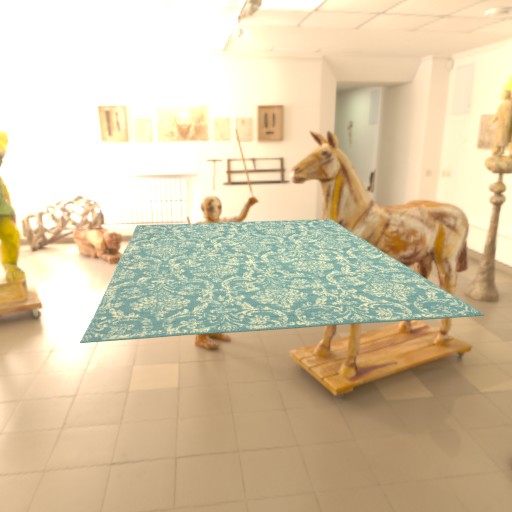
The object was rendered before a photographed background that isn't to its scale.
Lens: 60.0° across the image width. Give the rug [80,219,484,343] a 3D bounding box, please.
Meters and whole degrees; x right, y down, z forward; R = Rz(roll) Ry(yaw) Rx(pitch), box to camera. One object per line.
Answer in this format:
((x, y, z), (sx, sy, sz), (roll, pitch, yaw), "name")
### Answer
((0.000, 0.000, 3.941), (2.363, 0.012, 2.980), (-2, 16, -8), "rug")
